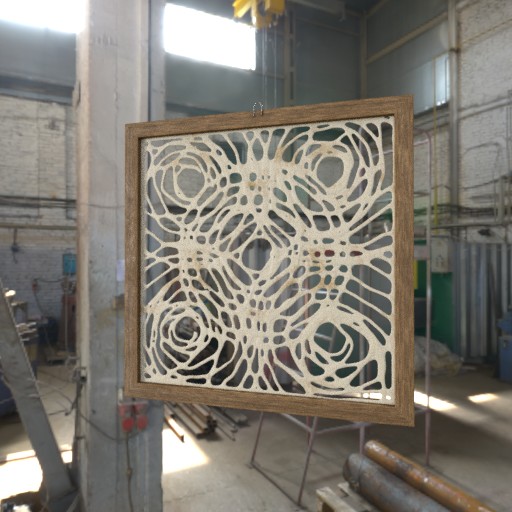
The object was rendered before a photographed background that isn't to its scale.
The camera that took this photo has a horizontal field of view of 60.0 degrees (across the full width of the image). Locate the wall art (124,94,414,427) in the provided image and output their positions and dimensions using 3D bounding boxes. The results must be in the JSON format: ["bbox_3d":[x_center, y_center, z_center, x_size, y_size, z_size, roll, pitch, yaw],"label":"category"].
[{"bbox_3d":[0.000,0.000,0.836,0.561,0.576,0.021,0,-1,17],"label":"wall art"}]
